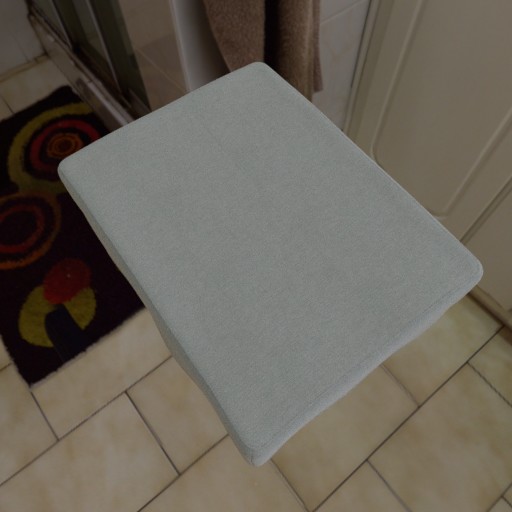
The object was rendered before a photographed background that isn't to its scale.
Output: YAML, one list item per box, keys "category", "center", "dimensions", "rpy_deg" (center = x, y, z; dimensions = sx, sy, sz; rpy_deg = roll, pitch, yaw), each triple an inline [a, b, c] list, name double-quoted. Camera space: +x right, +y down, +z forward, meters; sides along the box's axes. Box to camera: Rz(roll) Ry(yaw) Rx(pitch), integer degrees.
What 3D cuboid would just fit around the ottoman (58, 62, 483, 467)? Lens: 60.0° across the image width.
- category: "ottoman"
  center: [0.000, 0.000, 1.198]
  dimensions: [0.648, 0.461, 0.833]
  rpy_deg: [-33, 68, -16]
